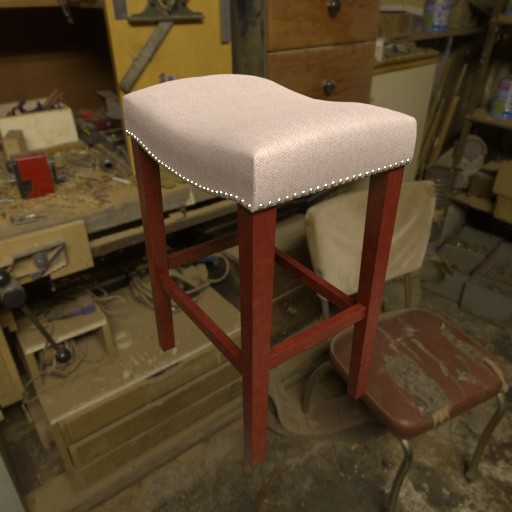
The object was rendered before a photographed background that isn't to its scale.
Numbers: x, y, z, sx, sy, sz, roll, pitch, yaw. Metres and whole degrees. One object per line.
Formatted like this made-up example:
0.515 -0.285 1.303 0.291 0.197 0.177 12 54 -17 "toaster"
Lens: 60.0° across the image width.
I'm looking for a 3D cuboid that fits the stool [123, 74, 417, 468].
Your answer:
0.000 0.000 1.047 0.372 0.742 0.504 -20 37 -30 "stool"
